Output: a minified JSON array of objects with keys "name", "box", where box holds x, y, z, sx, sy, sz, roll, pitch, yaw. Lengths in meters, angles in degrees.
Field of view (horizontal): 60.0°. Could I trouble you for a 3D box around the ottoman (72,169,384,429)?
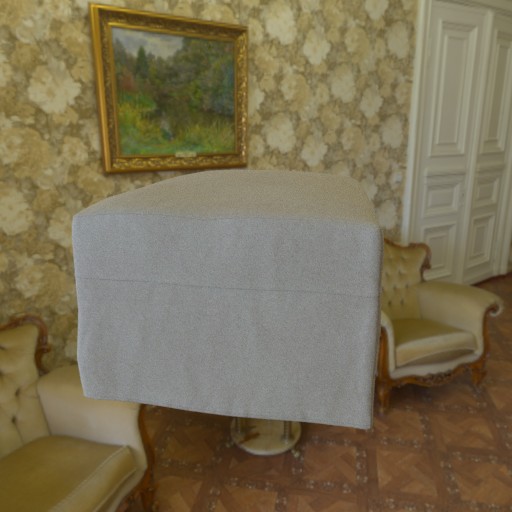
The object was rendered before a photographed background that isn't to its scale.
[{"name":"ottoman","box":[0.000,0.000,1.201,0.590,0.444,0.872,3,15,10]}]
